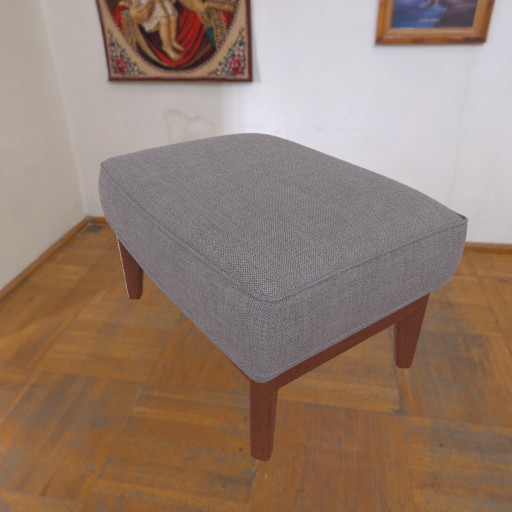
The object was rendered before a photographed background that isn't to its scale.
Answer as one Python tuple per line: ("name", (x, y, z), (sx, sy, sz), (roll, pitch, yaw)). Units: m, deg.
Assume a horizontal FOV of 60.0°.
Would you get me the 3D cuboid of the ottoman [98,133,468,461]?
("ottoman", (0.000, 0.000, 1.089), (0.555, 0.458, 0.750), (-20, 36, -30))
